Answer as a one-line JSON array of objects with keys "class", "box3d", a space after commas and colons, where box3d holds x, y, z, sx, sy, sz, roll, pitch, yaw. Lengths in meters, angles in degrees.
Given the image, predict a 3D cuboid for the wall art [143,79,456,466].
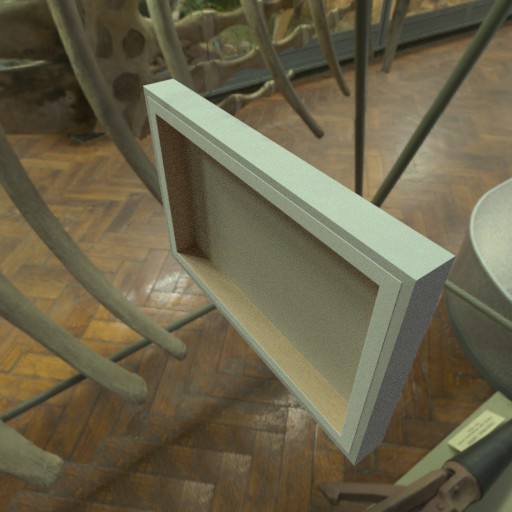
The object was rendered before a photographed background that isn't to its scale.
[{"class": "wall art", "box3d": [0.000, 0.000, 0.472, 0.038, 0.254, 0.381, -25, 47, -26]}]
